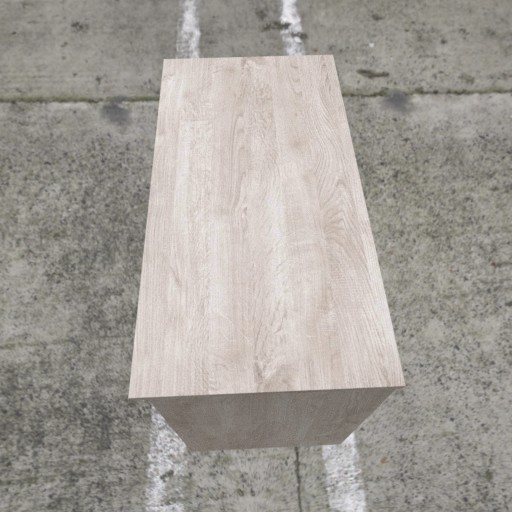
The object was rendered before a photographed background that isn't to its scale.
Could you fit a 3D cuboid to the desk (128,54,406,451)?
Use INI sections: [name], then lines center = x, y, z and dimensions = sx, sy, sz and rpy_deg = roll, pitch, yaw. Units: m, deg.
[desk]
center = 0.000, 0.000, 1.493
dimensions = 0.560, 0.735, 1.097
rpy_deg = -2, 58, -1
